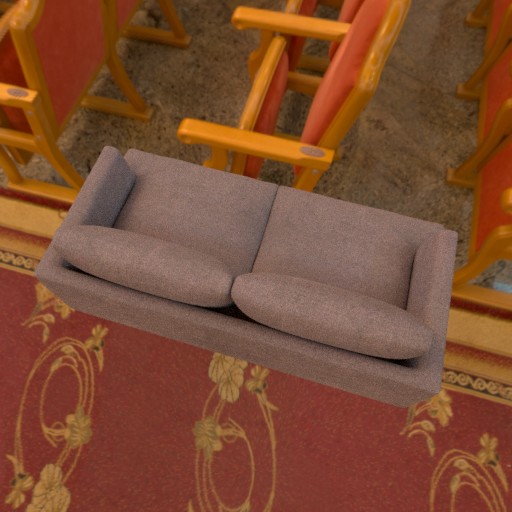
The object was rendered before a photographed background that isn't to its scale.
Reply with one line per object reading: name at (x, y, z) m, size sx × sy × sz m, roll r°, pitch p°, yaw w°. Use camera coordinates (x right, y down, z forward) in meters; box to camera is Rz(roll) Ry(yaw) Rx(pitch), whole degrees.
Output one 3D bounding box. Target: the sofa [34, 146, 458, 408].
sofa at (0.000, 0.000, 2.401) m, size 1.948 × 0.868 × 1.020 m, roll 15°, pitch 65°, yaw 7°
